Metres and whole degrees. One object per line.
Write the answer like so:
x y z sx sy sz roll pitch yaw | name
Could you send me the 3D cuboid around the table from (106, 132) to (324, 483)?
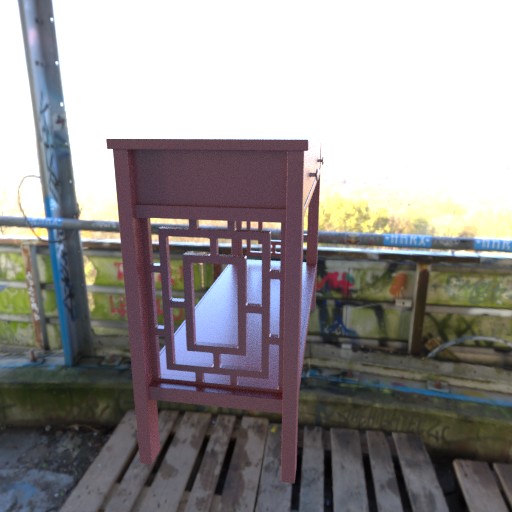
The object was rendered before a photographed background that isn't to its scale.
0.000 0.000 1.422 0.397 0.753 1.068 3 16 9 | table
